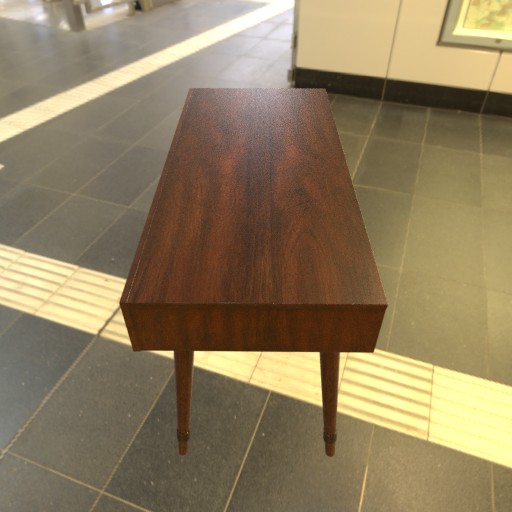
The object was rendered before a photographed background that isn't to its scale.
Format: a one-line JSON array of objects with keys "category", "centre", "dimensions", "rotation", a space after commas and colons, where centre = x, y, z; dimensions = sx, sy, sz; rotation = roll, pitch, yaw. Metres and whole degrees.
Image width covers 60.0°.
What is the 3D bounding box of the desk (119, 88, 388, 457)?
[{"category": "desk", "centre": [0.000, 0.000, 2.139], "dimensions": [0.734, 1.031, 1.577], "rotation": [0, 41, 0]}]
